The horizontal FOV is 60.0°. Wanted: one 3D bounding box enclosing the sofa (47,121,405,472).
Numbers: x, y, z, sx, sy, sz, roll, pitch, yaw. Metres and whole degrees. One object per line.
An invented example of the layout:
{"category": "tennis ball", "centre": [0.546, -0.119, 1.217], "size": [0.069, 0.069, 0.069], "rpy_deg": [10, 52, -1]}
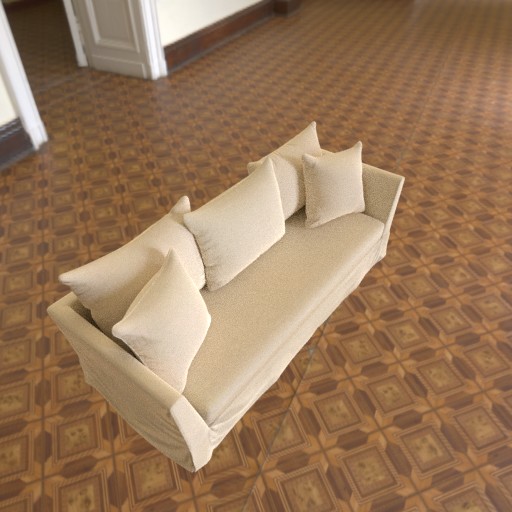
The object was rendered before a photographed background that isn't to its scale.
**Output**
{"category": "sofa", "centre": [0.000, 0.000, 3.055], "size": [1.030, 1.042, 2.484], "rpy_deg": [27, 48, 28]}
